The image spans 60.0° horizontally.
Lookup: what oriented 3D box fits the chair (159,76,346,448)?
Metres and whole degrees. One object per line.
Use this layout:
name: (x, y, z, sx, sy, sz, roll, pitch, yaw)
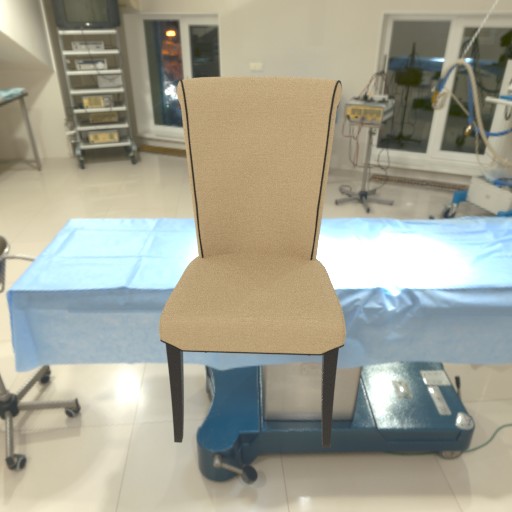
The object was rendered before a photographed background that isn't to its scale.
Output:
chair: (0.000, 0.000, 1.403, 0.522, 0.997, 0.623, 1, 29, 2)
